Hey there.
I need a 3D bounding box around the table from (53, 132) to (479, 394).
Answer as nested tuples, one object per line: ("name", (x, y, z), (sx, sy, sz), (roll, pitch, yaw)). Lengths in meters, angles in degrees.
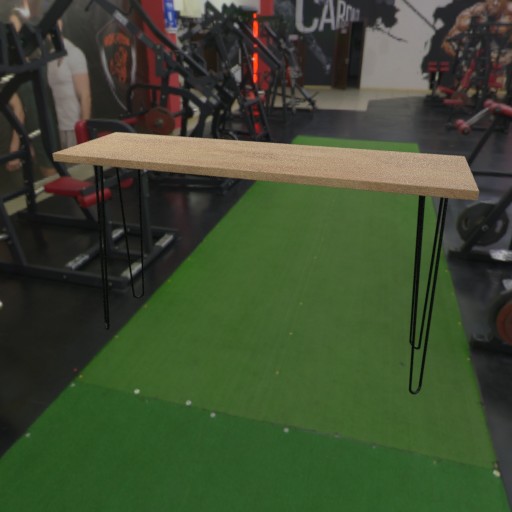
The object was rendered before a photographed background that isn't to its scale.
("table", (0.000, 0.000, 1.742), (1.400, 0.799, 0.399), (8, 28, 16))
